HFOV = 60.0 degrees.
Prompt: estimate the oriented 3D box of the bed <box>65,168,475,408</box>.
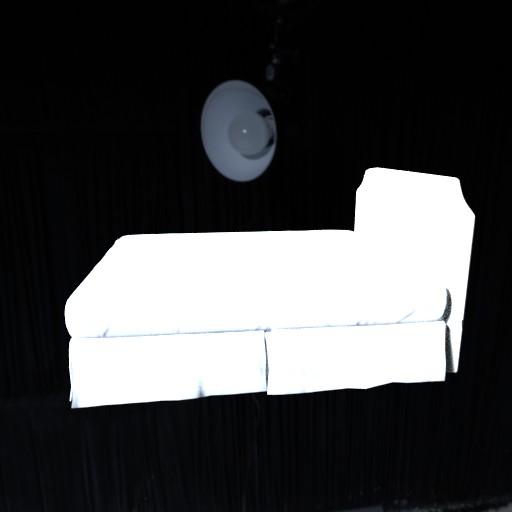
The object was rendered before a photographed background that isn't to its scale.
[{"bbox_3d":[0.000,0.000,3.511,2.498,1.293,1.977,-2,14,-7],"label":"bed"}]
